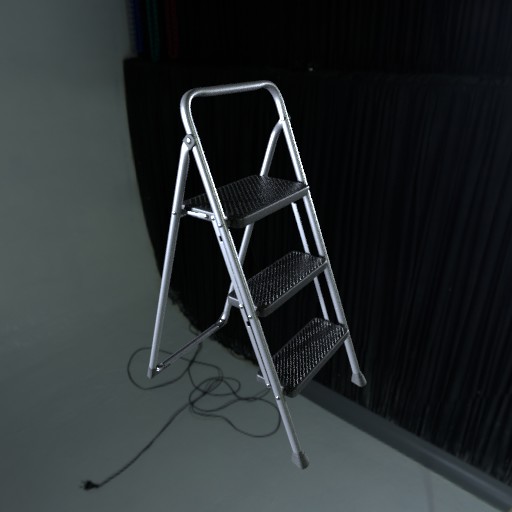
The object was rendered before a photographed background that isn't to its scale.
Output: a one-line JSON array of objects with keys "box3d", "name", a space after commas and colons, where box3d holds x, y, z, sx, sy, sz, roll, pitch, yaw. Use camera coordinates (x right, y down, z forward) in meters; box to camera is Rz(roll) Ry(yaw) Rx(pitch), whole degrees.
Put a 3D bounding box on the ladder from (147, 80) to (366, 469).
[{"box3d": [0.000, 0.000, 1.310, 0.629, 0.945, 0.430, 17, 31, 31], "name": "ladder"}]
